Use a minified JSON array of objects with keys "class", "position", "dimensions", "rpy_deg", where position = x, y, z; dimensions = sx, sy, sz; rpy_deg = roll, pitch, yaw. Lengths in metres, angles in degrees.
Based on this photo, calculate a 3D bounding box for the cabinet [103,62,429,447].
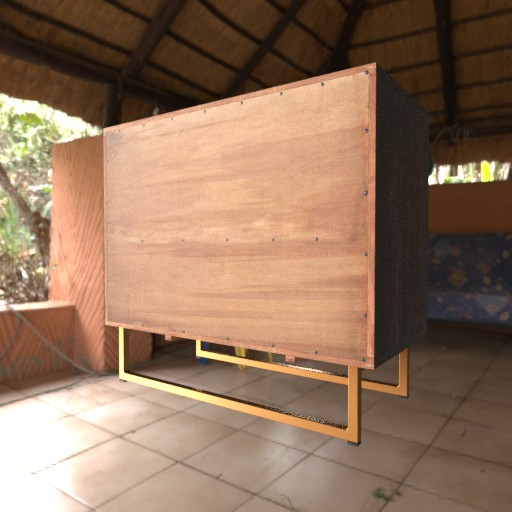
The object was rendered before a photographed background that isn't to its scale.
[{"class":"cabinet","position":[0.000,0.000,1.424],"dimensions":[0.950,0.860,0.451],"rpy_deg":[1,2,35]}]
